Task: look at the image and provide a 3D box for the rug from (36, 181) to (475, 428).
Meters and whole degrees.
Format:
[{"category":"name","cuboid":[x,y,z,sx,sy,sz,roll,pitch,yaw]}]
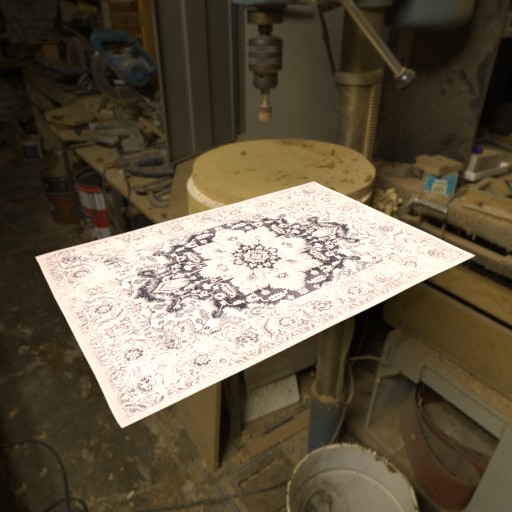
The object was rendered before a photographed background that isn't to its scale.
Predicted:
[{"category":"rug","cuboid":[0.000,0.000,2.195,1.813,0.008,1.223,-19,36,-29]}]
